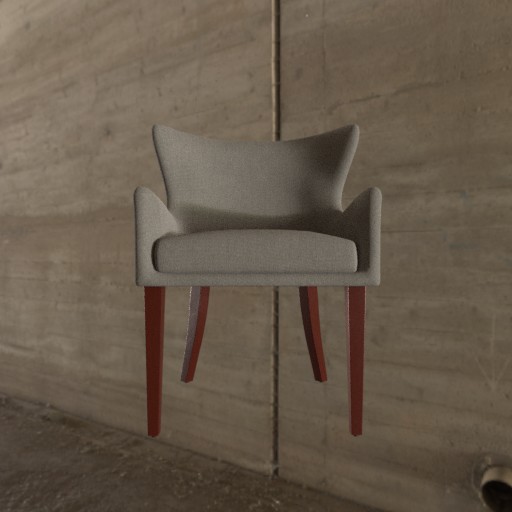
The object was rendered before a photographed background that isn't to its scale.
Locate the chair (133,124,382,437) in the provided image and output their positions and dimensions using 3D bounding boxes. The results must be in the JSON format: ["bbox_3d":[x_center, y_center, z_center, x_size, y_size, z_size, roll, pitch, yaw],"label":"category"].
[{"bbox_3d":[0.000,0.000,1.453,0.732,0.948,0.677,0,0,-1],"label":"chair"}]
